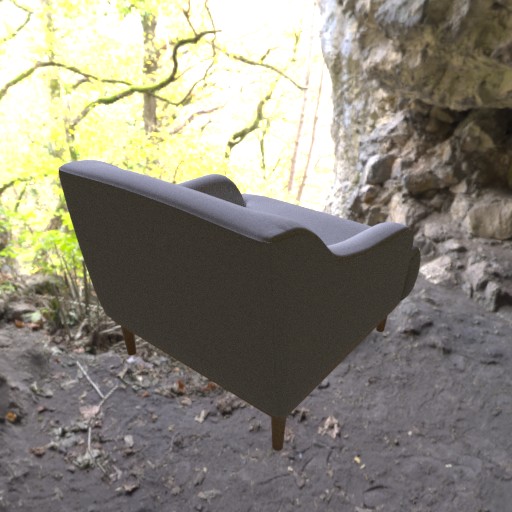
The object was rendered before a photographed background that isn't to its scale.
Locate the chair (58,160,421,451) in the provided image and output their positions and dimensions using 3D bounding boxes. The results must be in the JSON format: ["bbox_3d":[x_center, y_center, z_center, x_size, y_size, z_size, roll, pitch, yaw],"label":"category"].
[{"bbox_3d":[0.000,0.000,1.627,0.946,0.818,0.951,21,36,32],"label":"chair"}]
